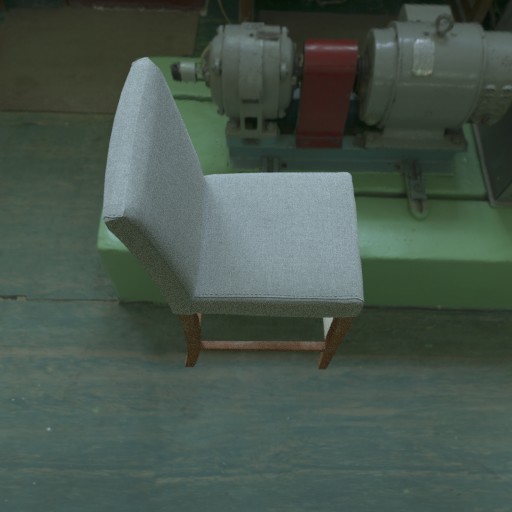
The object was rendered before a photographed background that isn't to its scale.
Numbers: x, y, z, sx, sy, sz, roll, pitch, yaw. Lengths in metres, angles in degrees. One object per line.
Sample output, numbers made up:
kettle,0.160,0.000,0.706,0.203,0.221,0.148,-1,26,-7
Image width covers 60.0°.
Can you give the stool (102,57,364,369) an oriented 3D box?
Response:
stool,0.000,0.000,1.345,0.570,1.088,0.439,0,62,0
